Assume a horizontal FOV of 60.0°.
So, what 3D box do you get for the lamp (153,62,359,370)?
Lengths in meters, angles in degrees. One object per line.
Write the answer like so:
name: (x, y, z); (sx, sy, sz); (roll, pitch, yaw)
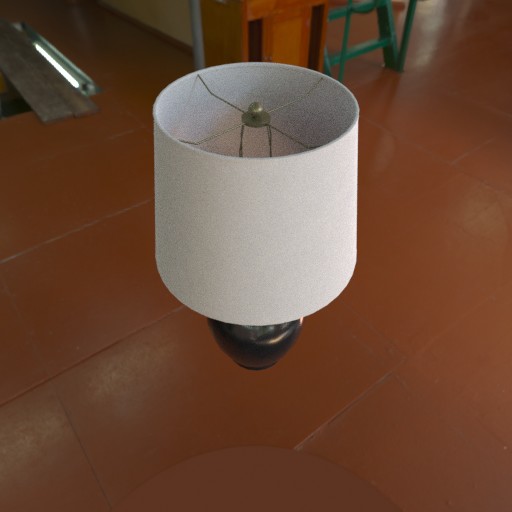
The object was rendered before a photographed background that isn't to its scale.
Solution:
lamp: (0.000, 0.000, 0.549); (0.239, 0.399, 0.239); (0, 45, 0)
